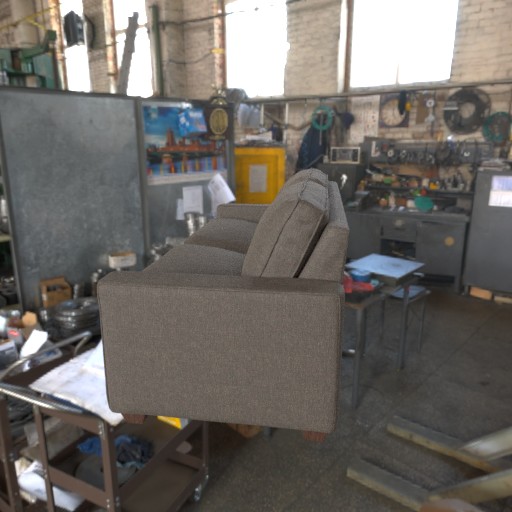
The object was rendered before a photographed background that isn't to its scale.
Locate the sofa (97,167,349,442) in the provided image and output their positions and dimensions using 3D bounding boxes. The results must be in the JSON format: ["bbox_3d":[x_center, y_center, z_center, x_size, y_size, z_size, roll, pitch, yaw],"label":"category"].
[{"bbox_3d":[0.000,0.000,2.571,0.940,0.919,2.080,2,15,8],"label":"sofa"}]
